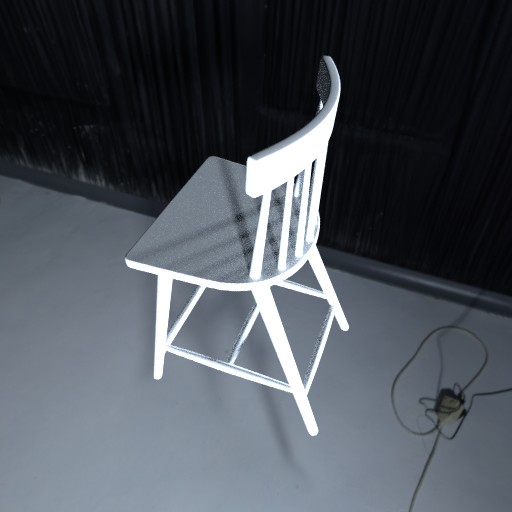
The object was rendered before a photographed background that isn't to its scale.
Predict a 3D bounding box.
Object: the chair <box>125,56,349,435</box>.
[{"bbox_3d":[0.000,0.000,1.240,0.572,0.952,0.483,16,47,15],"label":"chair"}]
